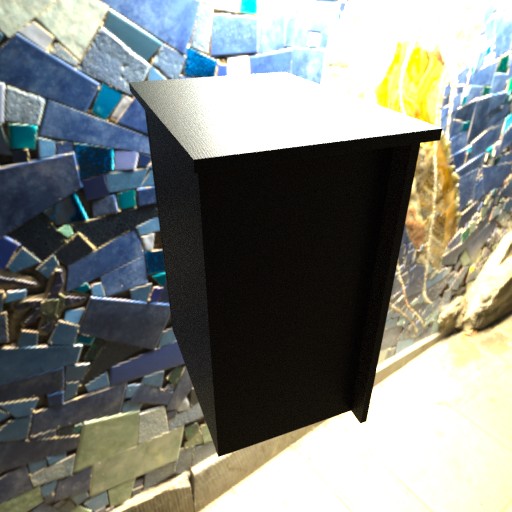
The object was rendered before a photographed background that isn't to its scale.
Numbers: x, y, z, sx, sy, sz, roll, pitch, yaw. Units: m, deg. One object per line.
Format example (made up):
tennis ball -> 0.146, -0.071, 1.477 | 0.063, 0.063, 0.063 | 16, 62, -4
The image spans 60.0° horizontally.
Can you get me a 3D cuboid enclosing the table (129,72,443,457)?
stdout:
table -> 0.000, 0.000, 1.052 | 0.408, 0.711, 0.589 | -12, 33, -18
